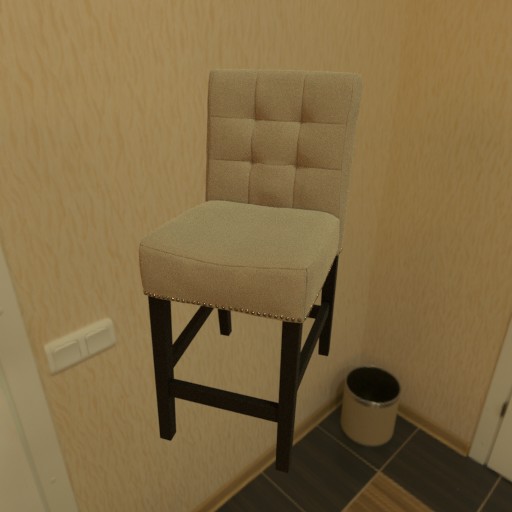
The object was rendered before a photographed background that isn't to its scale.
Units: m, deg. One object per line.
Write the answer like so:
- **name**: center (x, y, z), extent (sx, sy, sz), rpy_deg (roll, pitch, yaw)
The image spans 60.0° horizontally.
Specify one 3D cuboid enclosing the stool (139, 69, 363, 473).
- **stool**: center (0.000, 0.000, 1.186), extent (0.427, 0.885, 0.571), rpy_deg (8, 28, 16)
